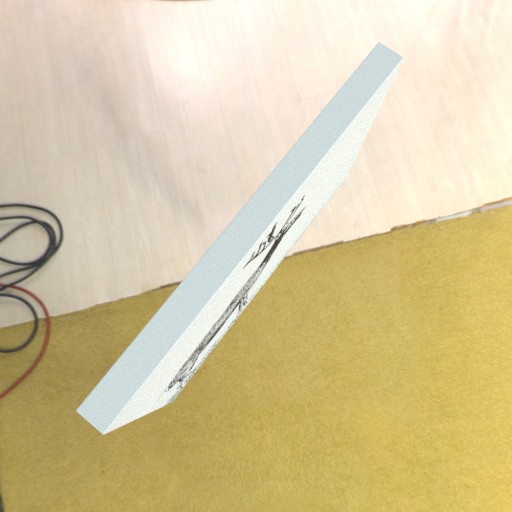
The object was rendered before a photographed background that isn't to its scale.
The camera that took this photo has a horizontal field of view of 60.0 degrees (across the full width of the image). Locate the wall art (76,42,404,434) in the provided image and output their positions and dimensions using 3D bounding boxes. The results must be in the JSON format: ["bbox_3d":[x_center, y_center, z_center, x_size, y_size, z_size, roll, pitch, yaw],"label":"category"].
[{"bbox_3d":[0.000,0.000,0.751,0.042,0.414,0.608,37,79,8],"label":"wall art"}]
